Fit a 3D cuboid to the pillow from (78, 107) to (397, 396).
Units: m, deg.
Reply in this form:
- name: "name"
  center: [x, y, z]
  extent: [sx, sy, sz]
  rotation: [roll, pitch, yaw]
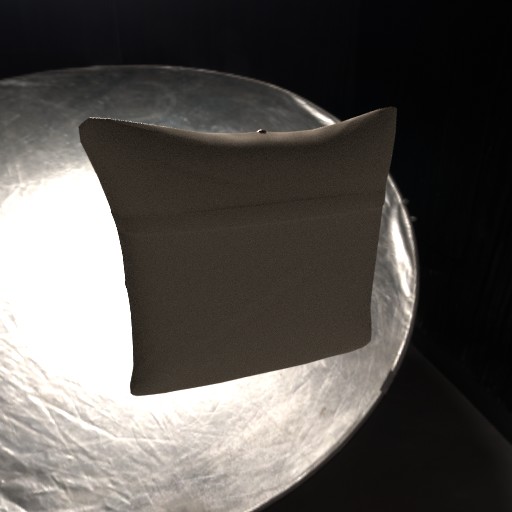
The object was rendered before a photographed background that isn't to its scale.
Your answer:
- name: "pillow"
  center: [0.000, 0.000, 0.739]
  extent: [0.484, 0.470, 0.192]
  rotation: [-8, 28, -16]
